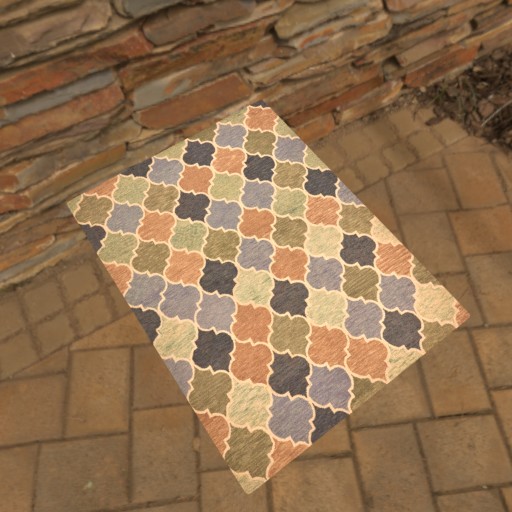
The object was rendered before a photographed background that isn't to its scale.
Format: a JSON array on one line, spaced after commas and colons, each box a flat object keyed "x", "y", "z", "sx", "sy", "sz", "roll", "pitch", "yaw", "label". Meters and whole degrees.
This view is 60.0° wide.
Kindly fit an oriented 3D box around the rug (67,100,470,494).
[{"x": 0.000, "y": 0.000, "z": 4.215, "sx": 2.439, "sy": 0.013, "sz": 3.200, "roll": -33, "pitch": 68, "yaw": -15, "label": "rug"}]
